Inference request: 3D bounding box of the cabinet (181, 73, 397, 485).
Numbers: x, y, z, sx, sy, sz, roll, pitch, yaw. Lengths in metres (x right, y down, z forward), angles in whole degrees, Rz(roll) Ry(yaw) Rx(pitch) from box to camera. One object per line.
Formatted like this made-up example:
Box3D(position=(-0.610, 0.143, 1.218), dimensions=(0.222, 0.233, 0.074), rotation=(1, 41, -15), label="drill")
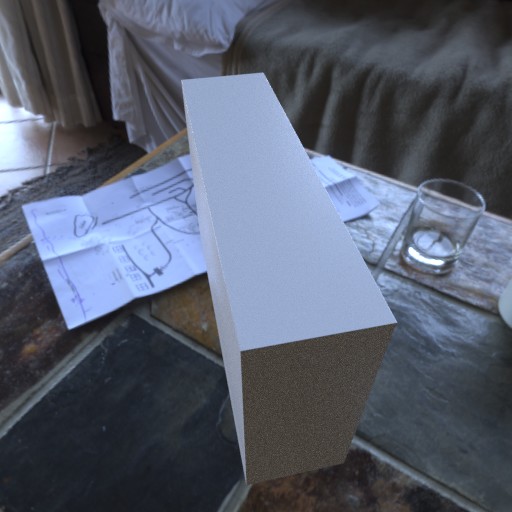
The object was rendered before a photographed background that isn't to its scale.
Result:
Box3D(position=(0.000, 0.000, 1.843), dimensions=(0.380, 0.900, 1.450), rotation=(-9, 46, -8), label="cabinet")
